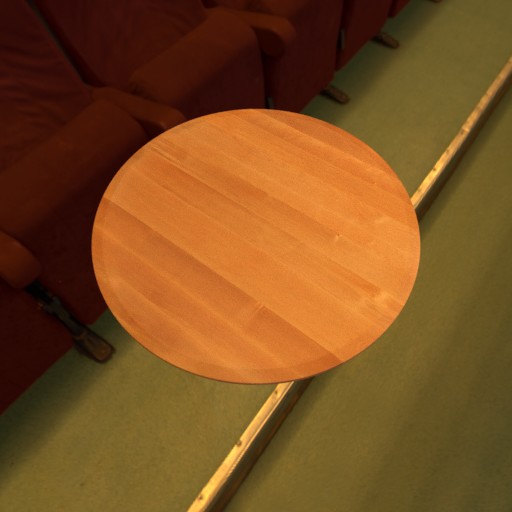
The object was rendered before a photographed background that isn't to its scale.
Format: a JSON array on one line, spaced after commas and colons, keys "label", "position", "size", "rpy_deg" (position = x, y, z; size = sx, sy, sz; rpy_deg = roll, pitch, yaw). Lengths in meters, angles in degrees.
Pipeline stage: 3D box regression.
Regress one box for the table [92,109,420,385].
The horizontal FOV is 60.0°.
[{"label": "table", "position": [0.000, 0.000, 1.401], "size": [0.900, 0.400, 0.900], "rpy_deg": [0, 59, 0]}]
